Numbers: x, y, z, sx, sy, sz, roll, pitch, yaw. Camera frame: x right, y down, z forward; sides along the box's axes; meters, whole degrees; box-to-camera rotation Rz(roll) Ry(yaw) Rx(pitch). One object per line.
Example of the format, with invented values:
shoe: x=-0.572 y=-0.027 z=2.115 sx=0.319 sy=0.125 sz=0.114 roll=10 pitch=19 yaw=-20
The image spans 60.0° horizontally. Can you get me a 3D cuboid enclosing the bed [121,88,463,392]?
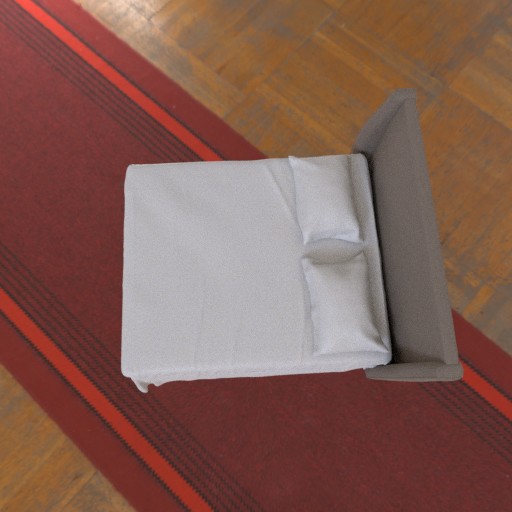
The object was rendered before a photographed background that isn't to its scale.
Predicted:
bed: x=0.000 y=0.000 z=3.351 sx=2.276 sy=1.332 sz=1.925 roll=-3 pitch=75 yaw=-1
